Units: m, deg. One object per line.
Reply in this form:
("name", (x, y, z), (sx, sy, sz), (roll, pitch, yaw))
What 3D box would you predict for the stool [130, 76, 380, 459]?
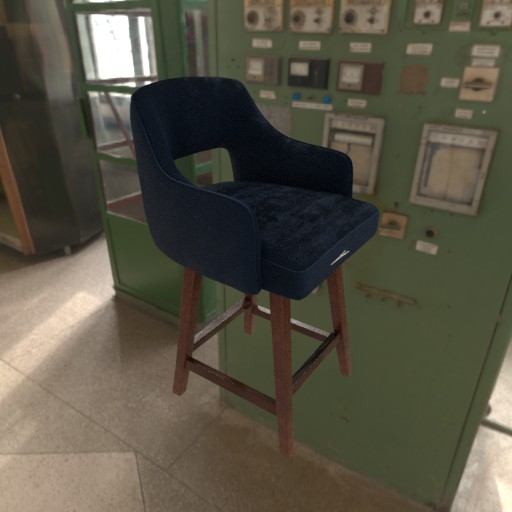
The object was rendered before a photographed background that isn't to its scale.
("stool", (0.000, 0.000, 1.293), (0.560, 0.940, 0.550), (18, 32, 31))
